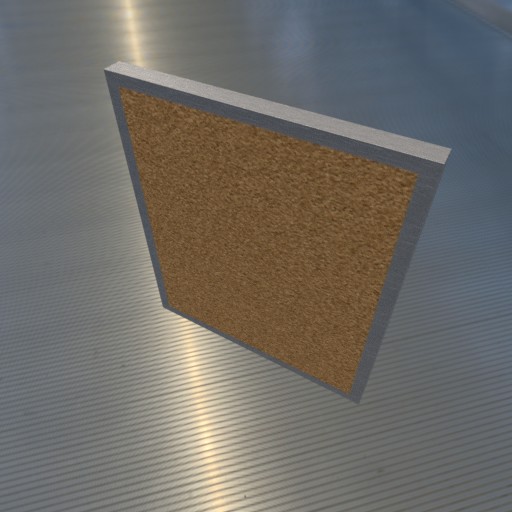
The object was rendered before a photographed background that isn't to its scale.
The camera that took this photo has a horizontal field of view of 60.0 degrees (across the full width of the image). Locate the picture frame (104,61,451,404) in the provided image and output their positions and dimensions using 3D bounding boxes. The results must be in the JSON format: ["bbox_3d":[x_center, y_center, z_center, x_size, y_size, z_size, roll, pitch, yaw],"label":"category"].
[{"bbox_3d":[0.000,0.000,0.518,0.327,0.378,0.027,22,50,20],"label":"picture frame"}]
